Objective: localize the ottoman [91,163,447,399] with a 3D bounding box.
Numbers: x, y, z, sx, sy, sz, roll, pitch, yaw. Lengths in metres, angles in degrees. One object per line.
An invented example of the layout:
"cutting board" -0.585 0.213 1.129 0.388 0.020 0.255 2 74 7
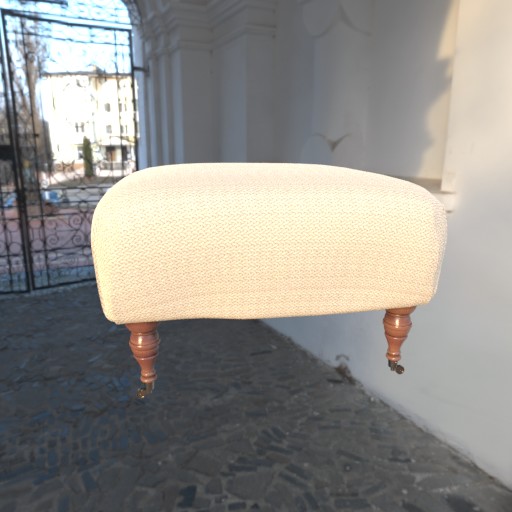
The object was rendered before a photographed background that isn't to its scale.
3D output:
"ottoman" 0.000 0.000 1.089 0.684 0.447 0.622 -2 14 -10
